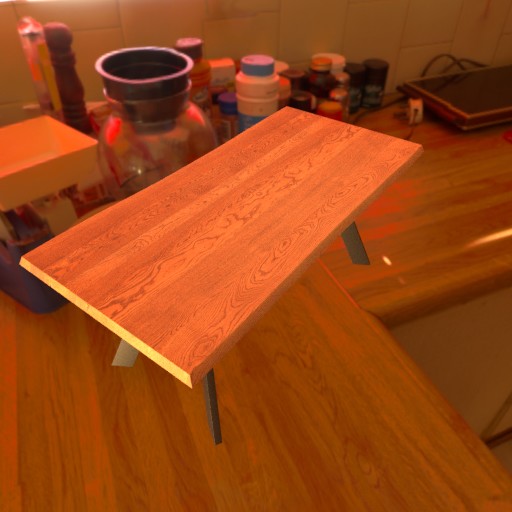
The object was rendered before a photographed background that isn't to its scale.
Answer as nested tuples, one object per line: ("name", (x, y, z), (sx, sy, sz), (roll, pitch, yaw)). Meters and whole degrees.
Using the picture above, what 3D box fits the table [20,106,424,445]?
("table", (0.000, 0.000, 2.251), (0.900, 0.770, 1.800), (26, 47, 27))
